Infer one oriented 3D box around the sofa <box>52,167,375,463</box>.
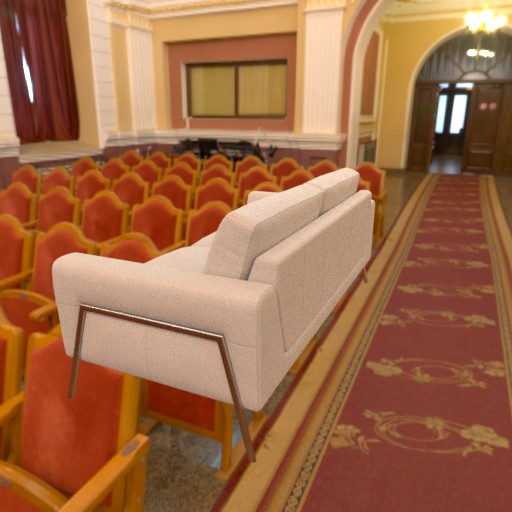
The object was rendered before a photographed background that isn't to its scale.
[{"bbox_3d":[0.000,0.000,2.533,0.953,0.875,2.017,8,19,24],"label":"sofa"}]
